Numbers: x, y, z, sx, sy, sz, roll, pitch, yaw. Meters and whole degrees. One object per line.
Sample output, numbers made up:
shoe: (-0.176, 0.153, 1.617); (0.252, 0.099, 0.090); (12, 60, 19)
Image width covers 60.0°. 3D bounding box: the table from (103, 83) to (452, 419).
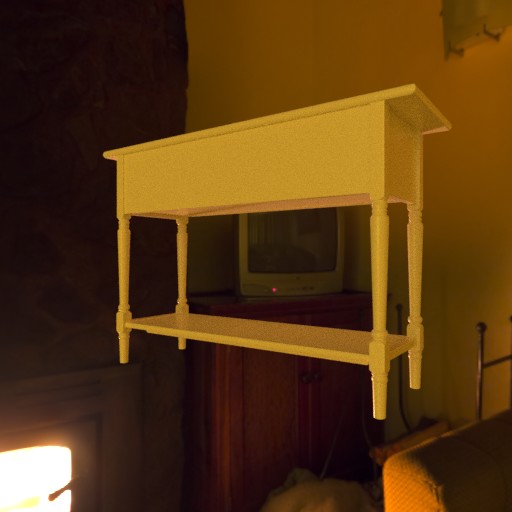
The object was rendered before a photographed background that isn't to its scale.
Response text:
table: (0.000, 0.000, 1.539); (1.191, 0.814, 0.386); (0, 0, 35)
